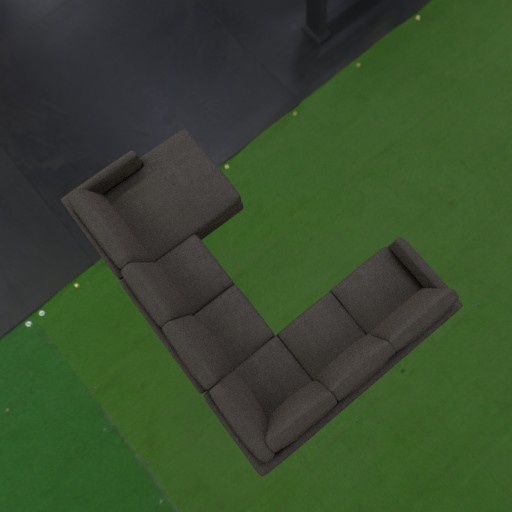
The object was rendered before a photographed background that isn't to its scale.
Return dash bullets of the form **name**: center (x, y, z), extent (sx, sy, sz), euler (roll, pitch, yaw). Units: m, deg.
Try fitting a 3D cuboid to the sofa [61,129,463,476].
- **sofa**: center (0.000, 0.000, 4.766), extent (2.594, 0.961, 3.460), euler (-37, 79, -8)
